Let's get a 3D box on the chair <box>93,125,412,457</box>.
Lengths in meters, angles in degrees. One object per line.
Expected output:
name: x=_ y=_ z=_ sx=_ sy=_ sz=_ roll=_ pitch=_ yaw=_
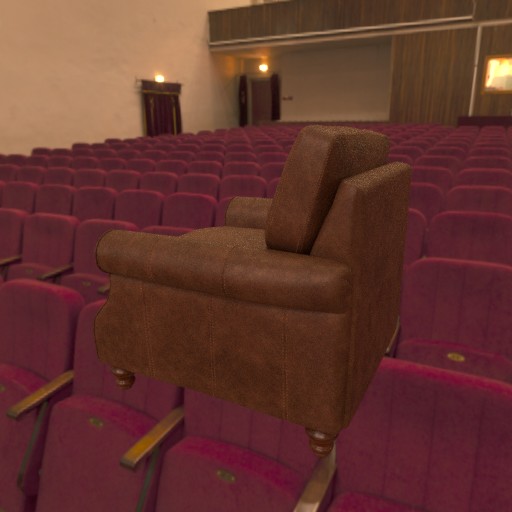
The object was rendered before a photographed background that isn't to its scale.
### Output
chair: x=0.000 y=0.000 z=1.725 sx=1.002 sy=0.976 sz=0.996 roll=8 pitch=18 yaw=26
